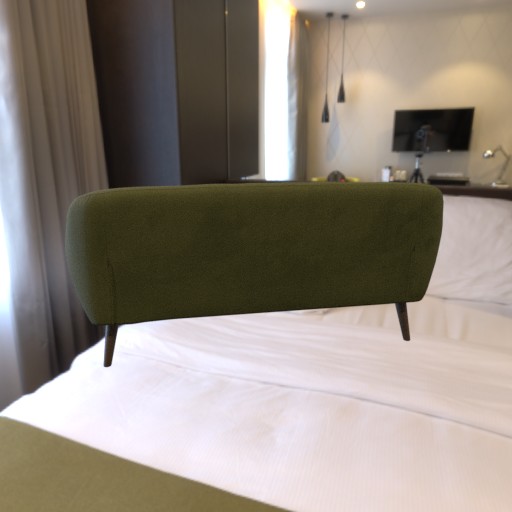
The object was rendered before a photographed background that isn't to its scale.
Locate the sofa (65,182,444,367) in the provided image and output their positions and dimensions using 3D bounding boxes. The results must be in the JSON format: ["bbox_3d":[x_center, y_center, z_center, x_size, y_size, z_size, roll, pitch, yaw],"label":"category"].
[{"bbox_3d":[0.000,0.000,2.329,1.840,0.836,0.820,-3,15,-10],"label":"sofa"}]
